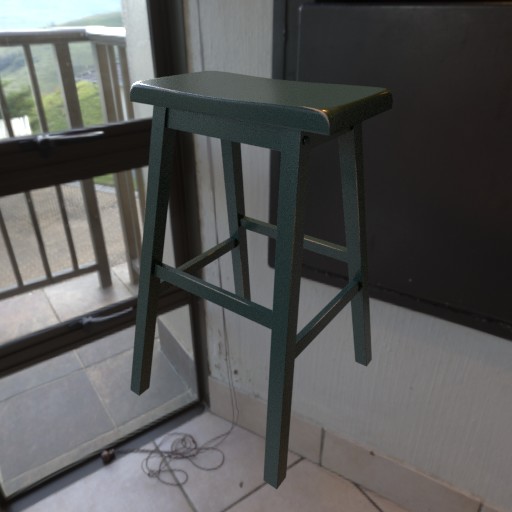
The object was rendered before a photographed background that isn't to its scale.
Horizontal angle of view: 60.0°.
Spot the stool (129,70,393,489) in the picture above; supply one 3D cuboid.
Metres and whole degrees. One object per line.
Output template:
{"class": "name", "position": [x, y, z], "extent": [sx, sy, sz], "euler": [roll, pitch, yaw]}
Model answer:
{"class": "stool", "position": [0.000, 0.000, 1.014], "extent": [0.457, 0.737, 0.476], "euler": [20, 35, 31]}
